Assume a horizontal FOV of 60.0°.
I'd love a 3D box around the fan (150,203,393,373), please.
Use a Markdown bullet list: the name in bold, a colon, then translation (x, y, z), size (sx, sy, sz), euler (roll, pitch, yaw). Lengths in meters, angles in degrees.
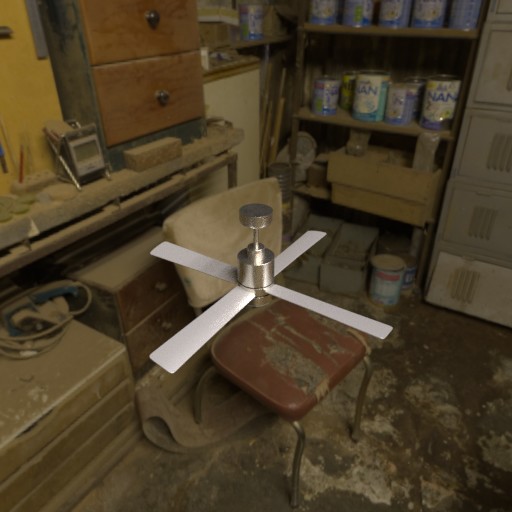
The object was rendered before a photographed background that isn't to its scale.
- **fan**: translation (0.000, 0.000, 2.388), size (1.525, 0.539, 1.525), euler (19, 35, 29)
